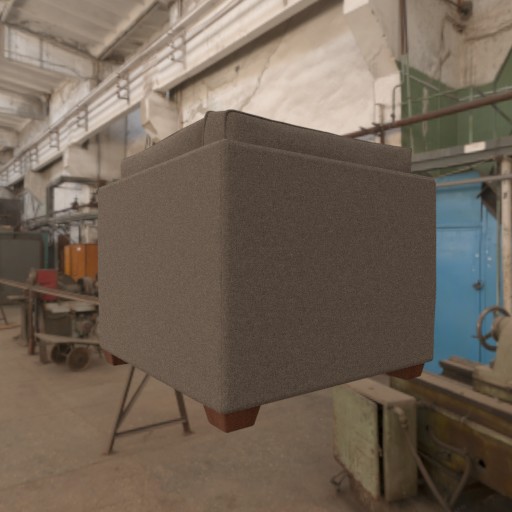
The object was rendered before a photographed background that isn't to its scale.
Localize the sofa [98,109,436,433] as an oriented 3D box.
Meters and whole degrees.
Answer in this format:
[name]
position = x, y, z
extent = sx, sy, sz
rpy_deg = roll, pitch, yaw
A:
[sofa]
position = 0.000, 0.000, 1.983
extent = 1.084, 1.002, 1.146
rpy_deg = 0, 0, -37
